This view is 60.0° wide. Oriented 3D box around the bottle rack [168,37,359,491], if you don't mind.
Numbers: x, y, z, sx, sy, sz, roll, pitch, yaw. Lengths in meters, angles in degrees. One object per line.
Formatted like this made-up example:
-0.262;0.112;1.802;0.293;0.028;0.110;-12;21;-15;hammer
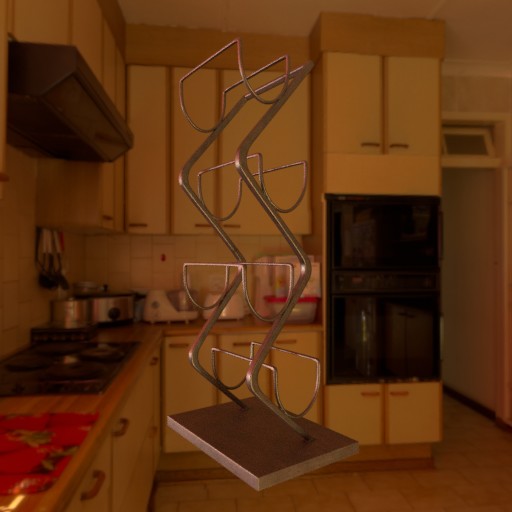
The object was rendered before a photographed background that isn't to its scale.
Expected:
0.000;0.000;0.680;0.178;0.559;0.254;0;0;-36;bottle rack
